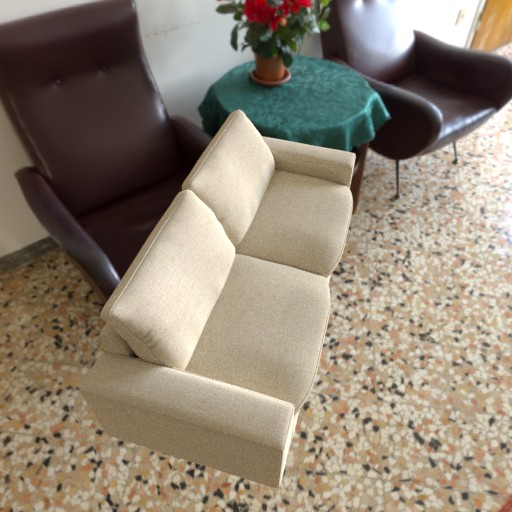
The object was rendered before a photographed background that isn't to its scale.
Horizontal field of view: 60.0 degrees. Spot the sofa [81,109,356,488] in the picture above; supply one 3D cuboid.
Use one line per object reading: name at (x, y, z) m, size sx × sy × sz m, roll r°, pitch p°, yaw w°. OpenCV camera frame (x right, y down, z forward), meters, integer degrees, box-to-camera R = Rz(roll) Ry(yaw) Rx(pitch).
sofa at (0.000, 0.000, 2.779) m, size 1.040 × 0.922 × 2.299 m, roll 12°, pitch 48°, yaw 11°
